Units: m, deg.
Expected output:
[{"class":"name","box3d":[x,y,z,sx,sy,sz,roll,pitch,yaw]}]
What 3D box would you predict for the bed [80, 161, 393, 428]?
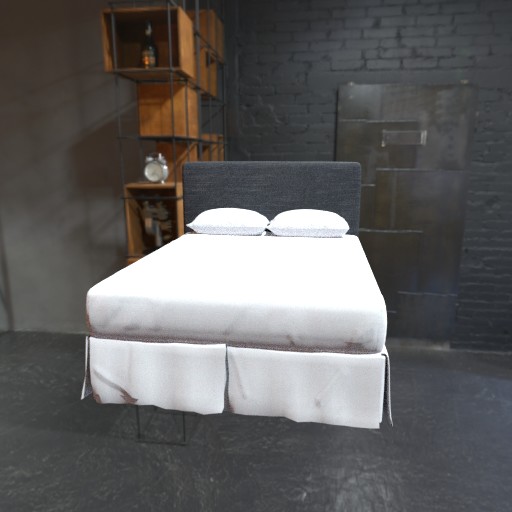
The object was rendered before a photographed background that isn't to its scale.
[{"class":"bed","box3d":[0.000,0.000,3.235,1.723,1.330,2.142,2,13,8]}]
